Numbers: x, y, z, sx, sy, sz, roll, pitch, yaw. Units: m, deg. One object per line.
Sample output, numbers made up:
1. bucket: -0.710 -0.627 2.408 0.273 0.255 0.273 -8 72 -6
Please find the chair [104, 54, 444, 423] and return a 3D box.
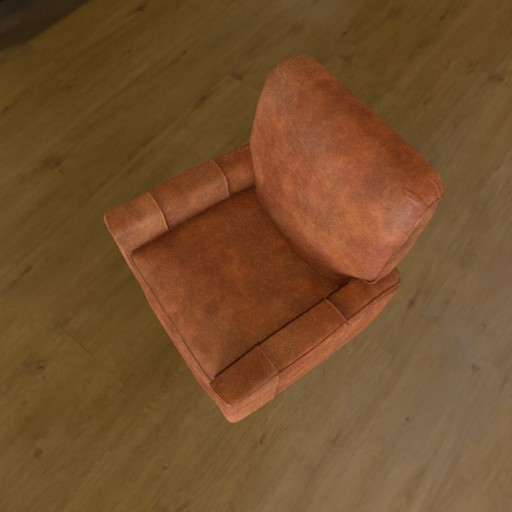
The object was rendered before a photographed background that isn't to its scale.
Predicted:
1. chair: 0.000 0.000 1.657 0.836 1.043 0.843 -32 68 -15
